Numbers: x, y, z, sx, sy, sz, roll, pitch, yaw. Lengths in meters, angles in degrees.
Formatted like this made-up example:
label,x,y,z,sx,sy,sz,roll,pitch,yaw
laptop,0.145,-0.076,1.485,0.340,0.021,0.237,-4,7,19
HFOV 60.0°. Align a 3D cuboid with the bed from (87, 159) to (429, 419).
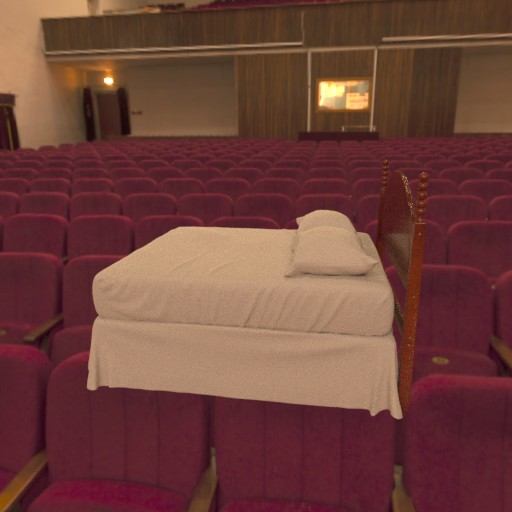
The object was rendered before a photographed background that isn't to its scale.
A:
label,x,y,z,sx,sy,sz,roll,pitch,yaw
bed,0.000,0.000,3.306,2.040,1.356,1.873,2,15,9
